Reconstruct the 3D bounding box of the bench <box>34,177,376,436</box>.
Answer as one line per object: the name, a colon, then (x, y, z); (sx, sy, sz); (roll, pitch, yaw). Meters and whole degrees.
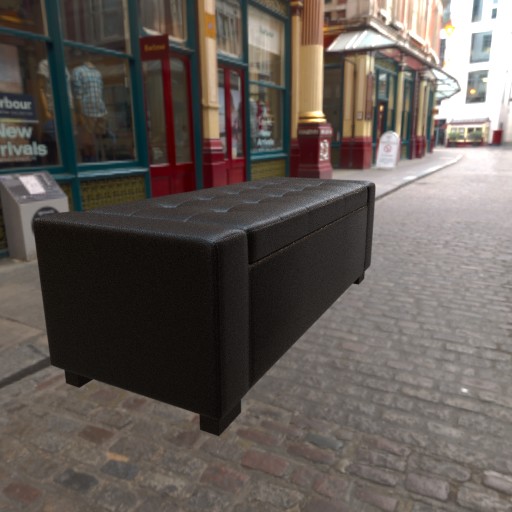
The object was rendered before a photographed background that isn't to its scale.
bench: (0.000, 0.000, 1.513); (0.508, 0.445, 1.296); (7, 16, 26)
